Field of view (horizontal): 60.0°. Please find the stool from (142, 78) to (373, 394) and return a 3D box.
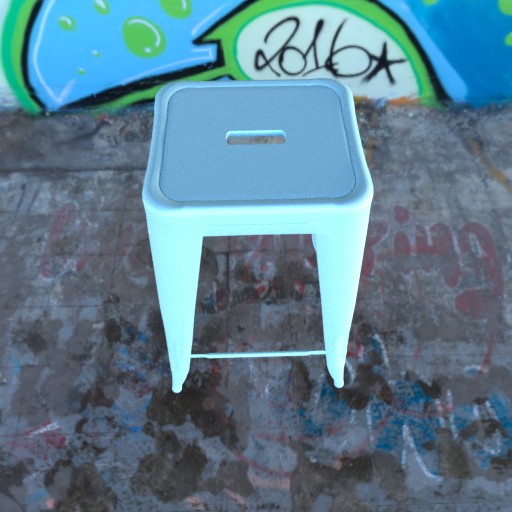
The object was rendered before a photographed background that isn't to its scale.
[{"bbox_3d":[0.000,0.000,0.858,0.399,0.609,0.359,-2,58,-1],"label":"stool"}]
